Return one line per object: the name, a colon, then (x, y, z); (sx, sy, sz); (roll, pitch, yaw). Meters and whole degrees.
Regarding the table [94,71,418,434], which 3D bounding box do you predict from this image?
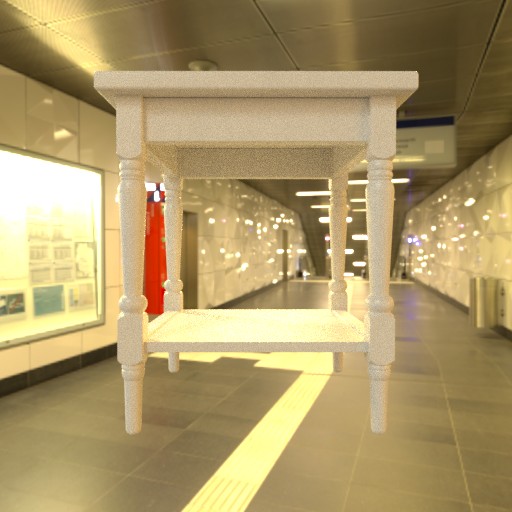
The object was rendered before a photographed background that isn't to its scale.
table: (0.000, 0.000, 0.890); (0.488, 0.565, 0.442); (0, 1, 0)
